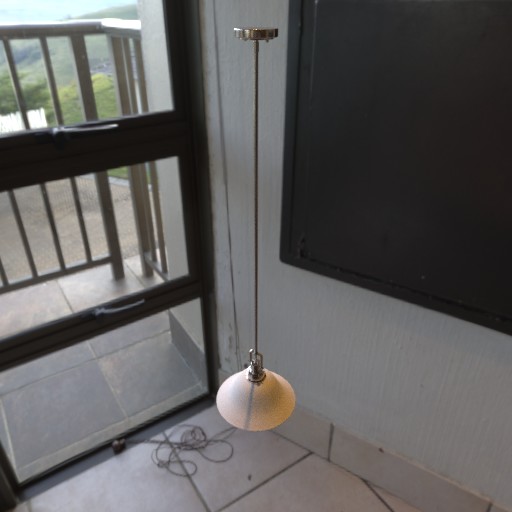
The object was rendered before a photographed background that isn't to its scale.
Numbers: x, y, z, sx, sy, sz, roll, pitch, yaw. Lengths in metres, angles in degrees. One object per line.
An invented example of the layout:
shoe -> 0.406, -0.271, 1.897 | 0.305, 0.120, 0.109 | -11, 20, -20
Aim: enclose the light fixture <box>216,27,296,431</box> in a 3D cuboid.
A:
light fixture -> 0.000, 0.000, 1.479 | 0.324, 1.354, 0.324 | 22, 37, 32
